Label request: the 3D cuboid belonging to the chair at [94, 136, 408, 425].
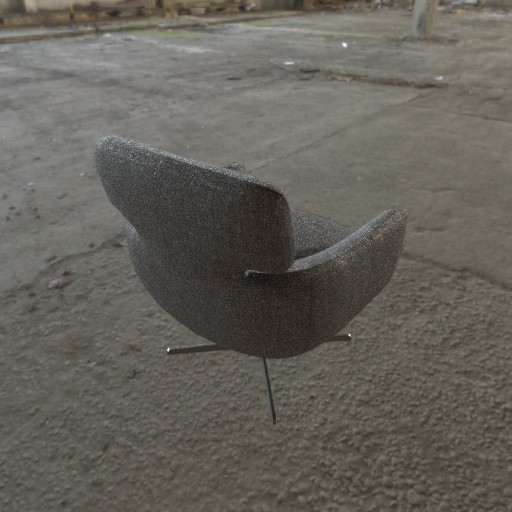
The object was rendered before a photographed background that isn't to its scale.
[{"bbox_3d":[0.000,0.000,1.380,0.706,0.812,0.715,23,38,32],"label":"chair"}]
